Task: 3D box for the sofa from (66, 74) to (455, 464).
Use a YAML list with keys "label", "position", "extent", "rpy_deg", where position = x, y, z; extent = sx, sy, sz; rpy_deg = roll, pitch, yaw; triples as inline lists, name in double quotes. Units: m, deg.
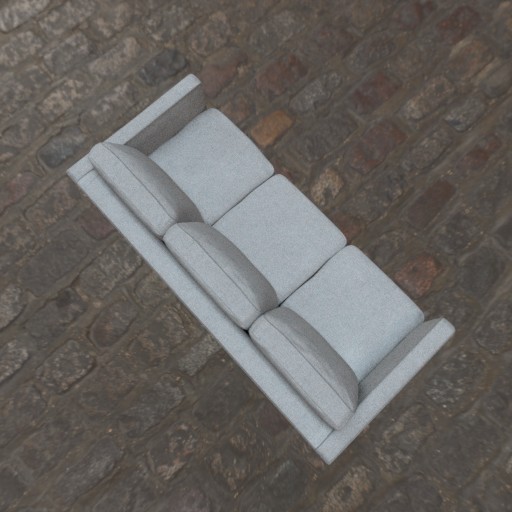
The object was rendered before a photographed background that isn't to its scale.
- label: "sofa"
  position: [0.000, 0.000, 2.508]
  extent: [0.944, 0.918, 1.983]
  rpy_deg: [-42, 80, -10]
